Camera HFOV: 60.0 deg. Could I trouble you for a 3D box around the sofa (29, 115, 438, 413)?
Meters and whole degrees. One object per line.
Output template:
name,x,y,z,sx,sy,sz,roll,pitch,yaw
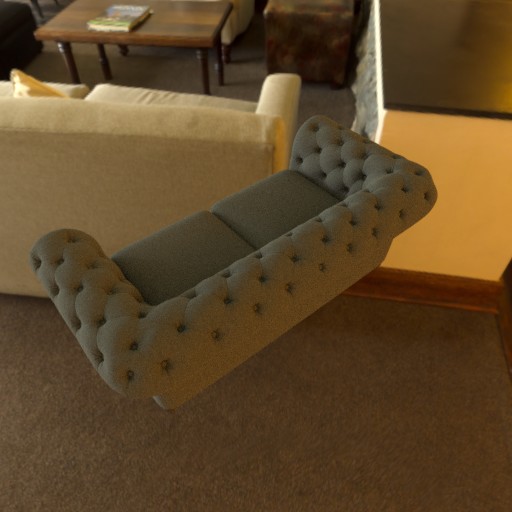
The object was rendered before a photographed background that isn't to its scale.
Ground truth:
sofa,0.000,0.000,2.433,1.998,0.764,0.986,-30,53,-26
